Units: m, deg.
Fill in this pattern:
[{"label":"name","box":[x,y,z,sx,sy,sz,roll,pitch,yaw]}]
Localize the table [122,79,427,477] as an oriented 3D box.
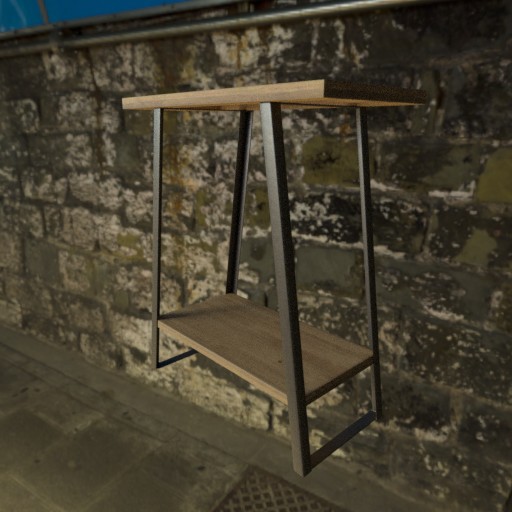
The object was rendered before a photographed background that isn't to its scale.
[{"label":"table","box":[0.000,0.000,1.022,0.300,0.701,0.599,-15,22,-41]}]
